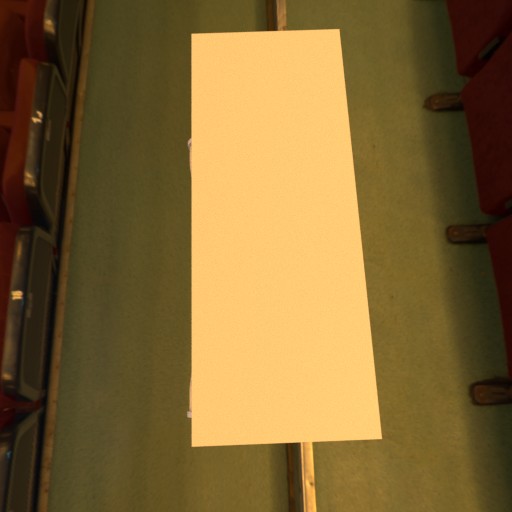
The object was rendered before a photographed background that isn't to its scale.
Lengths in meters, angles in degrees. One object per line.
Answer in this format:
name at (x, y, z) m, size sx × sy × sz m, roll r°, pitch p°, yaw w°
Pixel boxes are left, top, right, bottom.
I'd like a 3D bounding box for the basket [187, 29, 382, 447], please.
basket at (0.000, 0.000, 1.116) m, size 0.376 × 0.625 × 0.792 m, roll -2°, pitch 75°, yaw -1°
